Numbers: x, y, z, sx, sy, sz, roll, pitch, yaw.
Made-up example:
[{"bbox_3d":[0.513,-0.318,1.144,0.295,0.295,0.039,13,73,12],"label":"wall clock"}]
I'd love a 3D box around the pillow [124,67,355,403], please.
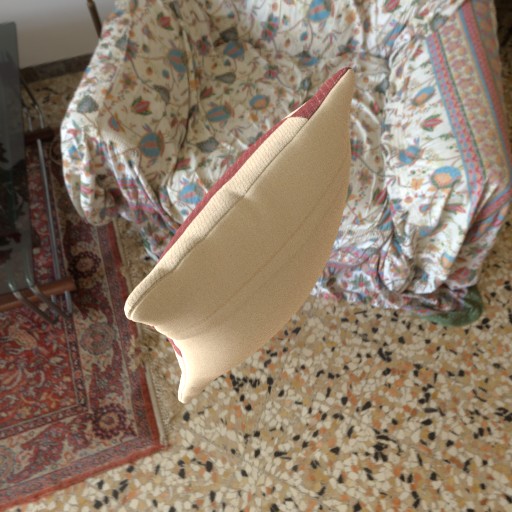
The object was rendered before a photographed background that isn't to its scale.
[{"bbox_3d":[0.000,0.000,0.810,0.229,0.506,0.536,32,67,16],"label":"pillow"}]
